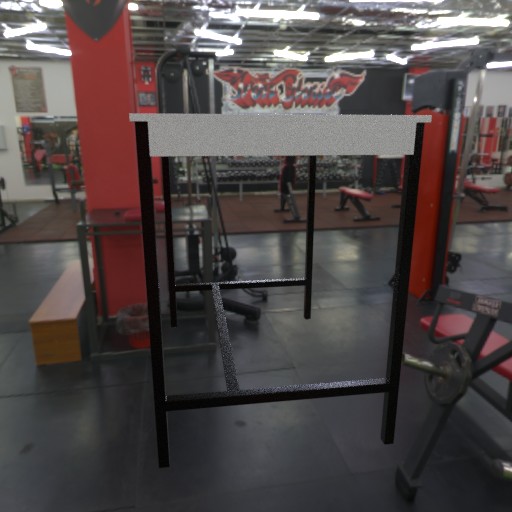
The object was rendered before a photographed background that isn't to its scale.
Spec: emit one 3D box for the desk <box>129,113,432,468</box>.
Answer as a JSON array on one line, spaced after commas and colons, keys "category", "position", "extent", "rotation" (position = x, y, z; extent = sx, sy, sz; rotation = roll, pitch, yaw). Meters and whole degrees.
[{"category": "desk", "position": [0.000, 0.000, 1.311], "extent": [0.573, 0.766, 0.811], "rotation": [-2, 16, -8]}]
